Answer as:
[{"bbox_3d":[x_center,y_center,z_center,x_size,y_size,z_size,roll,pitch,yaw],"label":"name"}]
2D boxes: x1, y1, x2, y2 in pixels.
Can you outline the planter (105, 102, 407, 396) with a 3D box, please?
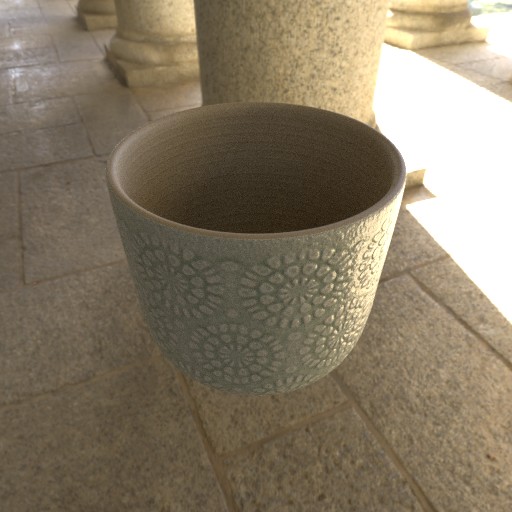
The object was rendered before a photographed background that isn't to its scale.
[{"bbox_3d":[0.000,0.000,0.303,0.169,0.153,0.169,0,39,0],"label":"planter"}]
